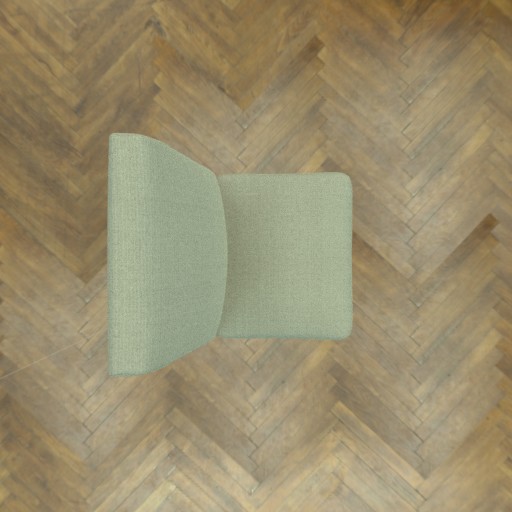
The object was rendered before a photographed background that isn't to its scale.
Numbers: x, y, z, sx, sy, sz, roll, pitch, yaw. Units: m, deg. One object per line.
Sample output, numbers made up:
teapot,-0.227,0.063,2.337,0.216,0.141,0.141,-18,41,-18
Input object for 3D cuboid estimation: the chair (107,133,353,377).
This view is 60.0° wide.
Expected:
chair,0.000,0.000,1.296,0.586,0.911,0.507,0,90,0
